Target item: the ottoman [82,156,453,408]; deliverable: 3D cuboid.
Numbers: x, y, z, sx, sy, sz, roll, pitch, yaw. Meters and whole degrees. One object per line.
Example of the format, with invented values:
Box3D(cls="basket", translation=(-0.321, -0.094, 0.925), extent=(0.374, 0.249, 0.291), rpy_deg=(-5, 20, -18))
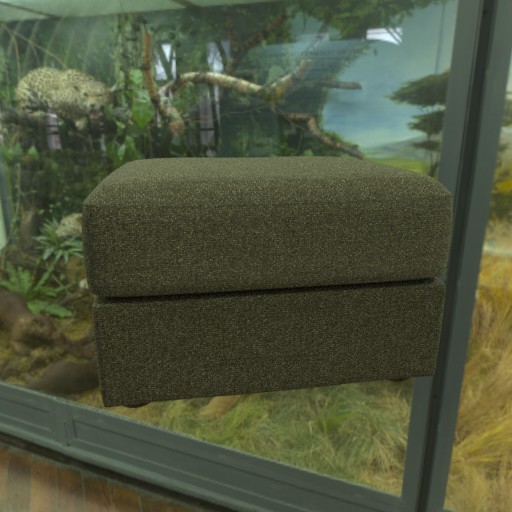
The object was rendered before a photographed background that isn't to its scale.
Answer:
Box3D(cls="ottoman", translation=(0.000, 0.000, 1.127), extent=(0.742, 0.476, 0.598), rpy_deg=(-3, 17, -9))
